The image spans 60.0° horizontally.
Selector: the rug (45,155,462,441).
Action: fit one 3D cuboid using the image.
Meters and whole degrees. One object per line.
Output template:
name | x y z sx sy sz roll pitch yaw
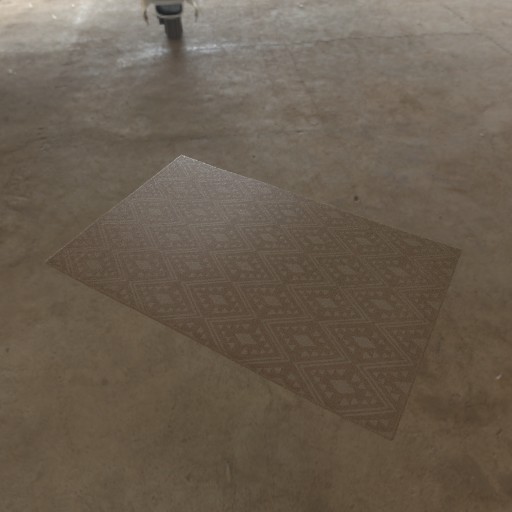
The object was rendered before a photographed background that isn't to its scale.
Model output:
rug | 0.000 0.000 3.056 2.430 0.053 1.553 22 49 21
